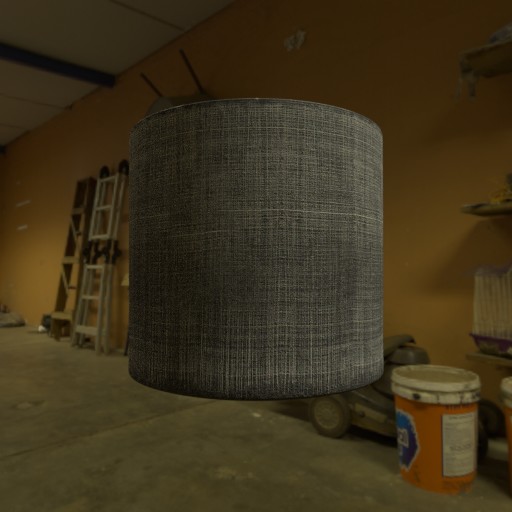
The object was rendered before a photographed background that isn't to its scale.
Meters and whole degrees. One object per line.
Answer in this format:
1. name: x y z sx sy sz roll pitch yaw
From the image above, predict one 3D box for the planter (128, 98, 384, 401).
1. planter: 0.000 0.000 0.399 0.221 0.201 0.221 0 -2 0
